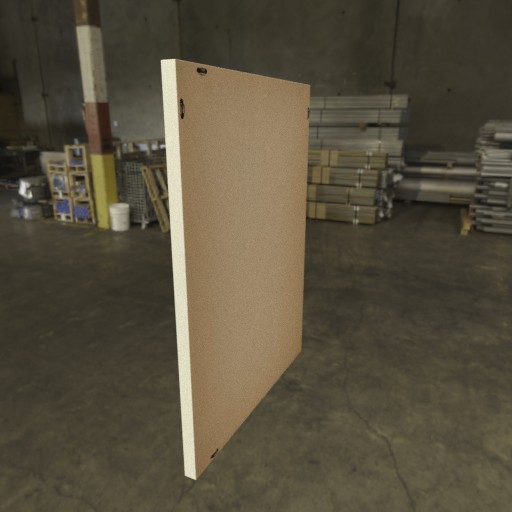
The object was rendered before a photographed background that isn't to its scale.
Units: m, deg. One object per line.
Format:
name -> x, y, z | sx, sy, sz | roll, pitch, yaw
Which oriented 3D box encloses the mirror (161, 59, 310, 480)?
mirror -> 0.000, 0.000, 1.344 | 0.040, 1.016, 0.762 | 8, 19, 25
